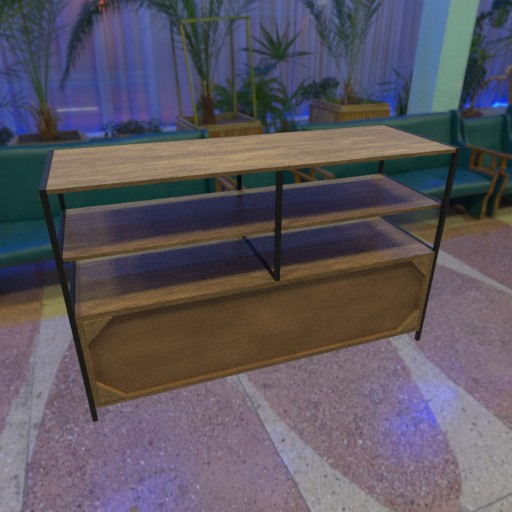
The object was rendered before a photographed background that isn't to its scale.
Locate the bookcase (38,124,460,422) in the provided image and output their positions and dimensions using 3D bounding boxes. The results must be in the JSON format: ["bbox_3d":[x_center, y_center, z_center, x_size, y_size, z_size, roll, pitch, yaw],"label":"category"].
[{"bbox_3d":[0.000,0.000,1.466,1.149,0.712,0.391,-9,29,-17],"label":"bookcase"}]
